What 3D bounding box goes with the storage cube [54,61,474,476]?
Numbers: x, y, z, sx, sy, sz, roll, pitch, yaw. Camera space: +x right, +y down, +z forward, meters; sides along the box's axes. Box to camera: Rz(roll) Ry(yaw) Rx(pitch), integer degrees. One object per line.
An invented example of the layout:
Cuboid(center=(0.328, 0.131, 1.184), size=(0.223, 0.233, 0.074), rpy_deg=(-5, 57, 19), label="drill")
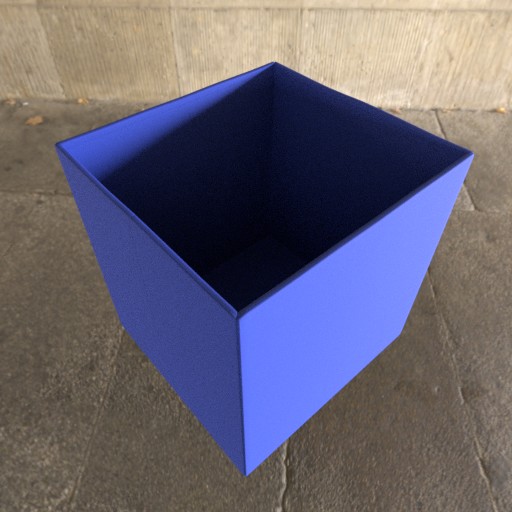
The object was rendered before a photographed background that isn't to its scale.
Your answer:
Cuboid(center=(0.000, 0.000, 0.487), size=(0.270, 0.280, 0.270), rpy_deg=(-32, 54, -27), label="storage cube")
